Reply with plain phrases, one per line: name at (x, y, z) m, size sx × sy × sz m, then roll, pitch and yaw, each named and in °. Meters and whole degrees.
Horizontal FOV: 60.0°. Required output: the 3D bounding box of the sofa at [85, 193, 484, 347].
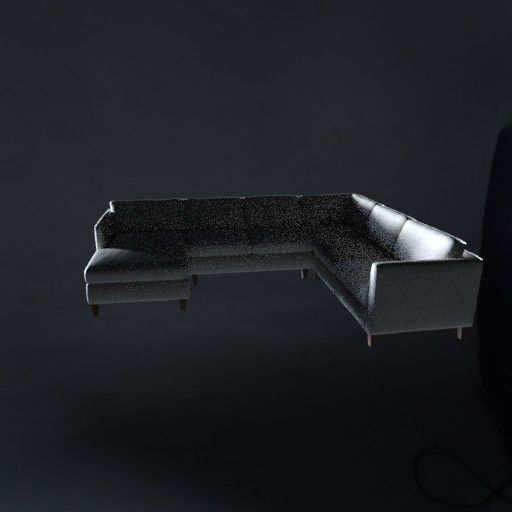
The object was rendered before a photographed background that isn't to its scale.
sofa at (0.000, 0.000, 4.455) m, size 3.238 × 0.853 × 2.551 m, roll -3°, pitch 18°, yaw -9°
